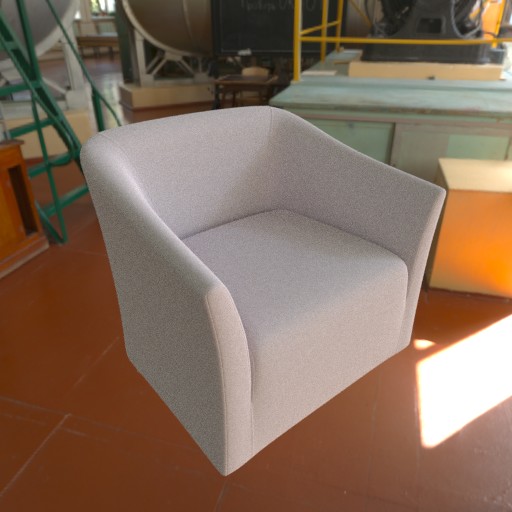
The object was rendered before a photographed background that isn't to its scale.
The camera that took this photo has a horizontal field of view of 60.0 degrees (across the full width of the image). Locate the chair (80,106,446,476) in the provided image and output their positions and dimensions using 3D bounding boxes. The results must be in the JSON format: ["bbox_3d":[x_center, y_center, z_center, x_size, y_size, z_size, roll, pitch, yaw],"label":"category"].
[{"bbox_3d":[0.000,0.000,1.314,0.790,0.720,0.700,-22,36,-34],"label":"chair"}]
